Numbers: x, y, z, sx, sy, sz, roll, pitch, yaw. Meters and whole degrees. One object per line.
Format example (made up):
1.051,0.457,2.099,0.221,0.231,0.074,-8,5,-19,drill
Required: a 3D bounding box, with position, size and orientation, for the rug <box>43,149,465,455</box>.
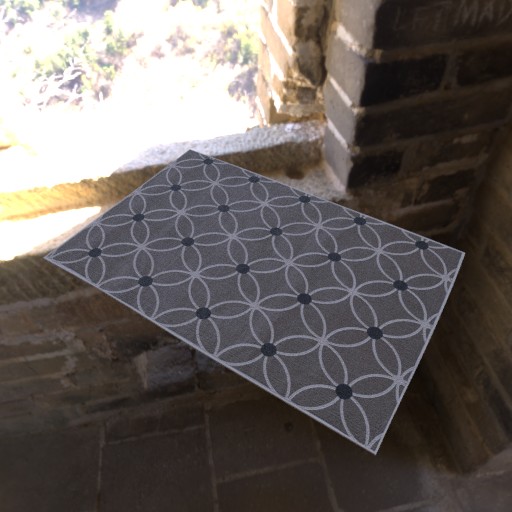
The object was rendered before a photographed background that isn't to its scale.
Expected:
0.000,0.000,2.864,2.284,0.008,1.522,25,51,22,rug
